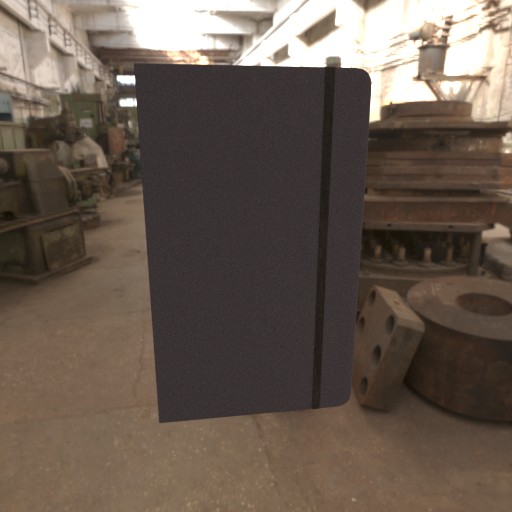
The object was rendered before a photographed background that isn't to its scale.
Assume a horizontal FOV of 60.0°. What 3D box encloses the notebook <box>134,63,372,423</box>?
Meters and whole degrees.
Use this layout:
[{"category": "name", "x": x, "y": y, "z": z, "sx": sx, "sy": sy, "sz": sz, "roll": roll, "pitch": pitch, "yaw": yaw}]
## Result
[{"category": "notebook", "x": 0.000, "y": 0.000, "z": 0.269, "sx": 0.127, "sy": 0.213, "sz": 0.016, "roll": -2, "pitch": 16, "yaw": -8}]
